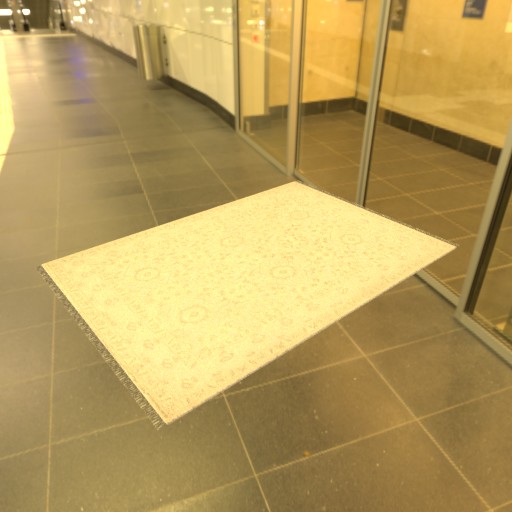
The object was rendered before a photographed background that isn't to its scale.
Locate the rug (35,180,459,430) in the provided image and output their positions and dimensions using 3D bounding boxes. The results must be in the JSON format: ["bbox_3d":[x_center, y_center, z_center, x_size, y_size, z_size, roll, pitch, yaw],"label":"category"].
[{"bbox_3d":[0.000,0.000,2.803,2.233,0.011,1.514,-23,38,-33],"label":"rug"}]
